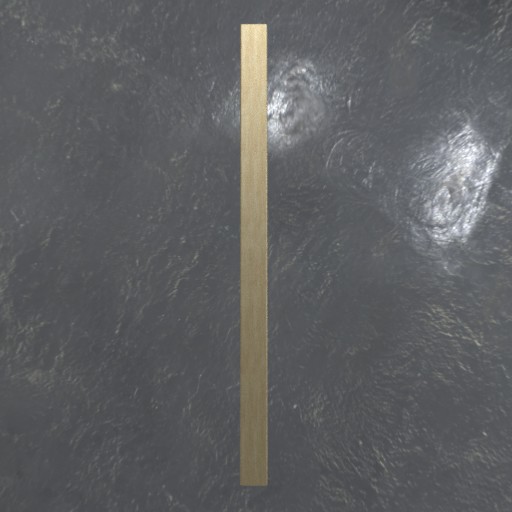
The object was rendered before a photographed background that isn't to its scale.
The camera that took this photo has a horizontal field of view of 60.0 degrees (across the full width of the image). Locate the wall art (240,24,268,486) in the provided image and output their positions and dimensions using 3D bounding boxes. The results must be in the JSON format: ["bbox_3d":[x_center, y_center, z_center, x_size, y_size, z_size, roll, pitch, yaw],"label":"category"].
[{"bbox_3d":[0.000,0.000,0.735,0.030,0.506,0.503,0,89,1],"label":"wall art"}]
